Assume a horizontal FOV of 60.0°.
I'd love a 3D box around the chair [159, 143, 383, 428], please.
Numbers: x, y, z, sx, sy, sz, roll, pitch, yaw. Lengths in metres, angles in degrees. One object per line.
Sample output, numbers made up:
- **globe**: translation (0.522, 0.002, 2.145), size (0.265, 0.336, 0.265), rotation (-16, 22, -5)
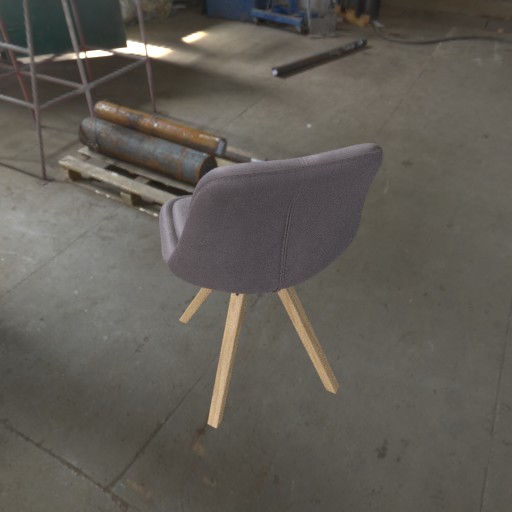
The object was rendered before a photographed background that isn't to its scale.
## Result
- **chair**: translation (0.000, 0.000, 1.188), size (0.483, 0.865, 0.547), rotation (-12, 43, -13)
